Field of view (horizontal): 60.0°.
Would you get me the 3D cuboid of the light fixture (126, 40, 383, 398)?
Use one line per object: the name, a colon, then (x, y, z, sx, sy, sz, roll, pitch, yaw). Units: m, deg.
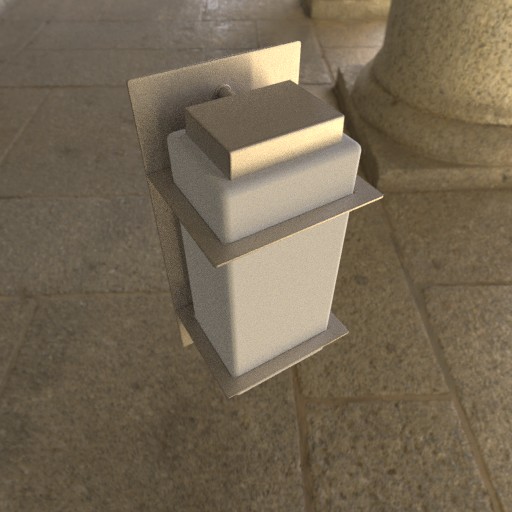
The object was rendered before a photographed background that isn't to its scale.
light fixture: (0.000, 0.000, 0.481, 0.168, 0.380, 0.160, -23, 50, -21)
